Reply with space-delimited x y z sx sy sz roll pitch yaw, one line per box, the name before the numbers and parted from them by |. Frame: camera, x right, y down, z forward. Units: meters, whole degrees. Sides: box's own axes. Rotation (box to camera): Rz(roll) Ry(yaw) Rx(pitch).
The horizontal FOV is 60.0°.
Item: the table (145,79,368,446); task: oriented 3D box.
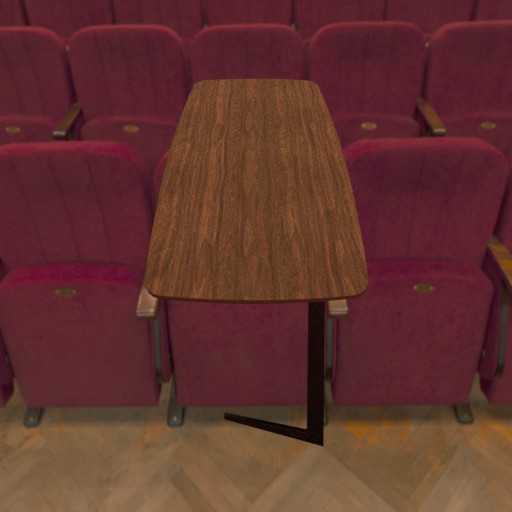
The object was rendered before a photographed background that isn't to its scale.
table | 0.000 0.000 1.112 0.361 0.576 0.804 0 43 0
